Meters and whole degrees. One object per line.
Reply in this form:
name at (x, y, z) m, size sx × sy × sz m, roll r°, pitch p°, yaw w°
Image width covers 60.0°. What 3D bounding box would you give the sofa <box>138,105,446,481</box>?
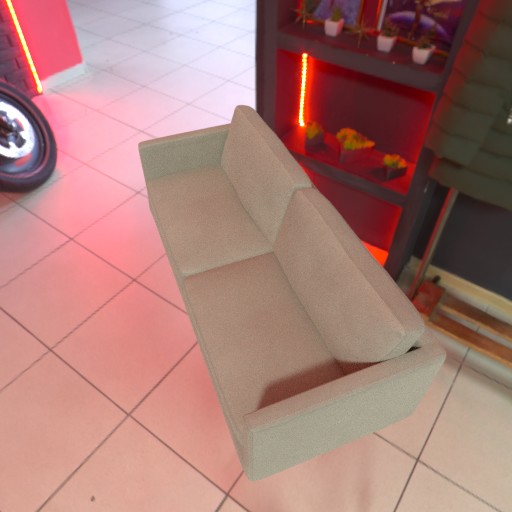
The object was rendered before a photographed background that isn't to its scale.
sofa at (0.000, 0.000, 2.652) m, size 0.948 × 0.932 × 2.181 m, roll -16°, pitch 48°, yaw -15°
